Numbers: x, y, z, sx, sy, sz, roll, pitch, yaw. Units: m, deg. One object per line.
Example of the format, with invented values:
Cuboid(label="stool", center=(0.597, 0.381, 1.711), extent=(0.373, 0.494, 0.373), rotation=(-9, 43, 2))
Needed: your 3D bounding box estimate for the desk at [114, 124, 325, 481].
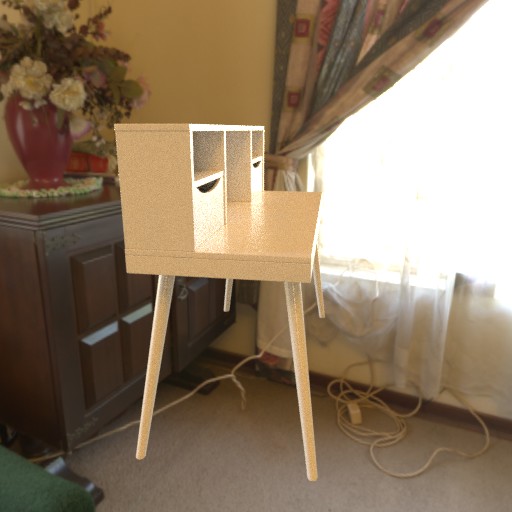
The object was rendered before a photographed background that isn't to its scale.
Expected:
Cuboid(label="desk", center=(0.000, 0.000, 1.753), extent=(0.559, 0.990, 1.199), rotation=(3, 16, 9))
